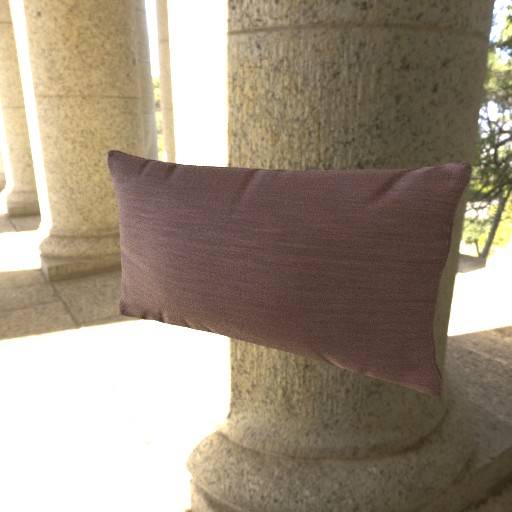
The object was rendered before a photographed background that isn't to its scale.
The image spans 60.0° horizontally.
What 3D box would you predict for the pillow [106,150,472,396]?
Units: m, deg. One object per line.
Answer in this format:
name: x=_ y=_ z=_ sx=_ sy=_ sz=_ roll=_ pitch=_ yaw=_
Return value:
pillow: x=0.000 y=0.000 z=0.757 sx=0.633 sy=0.338 sz=0.210 roll=9 pitch=19 yaw=26
